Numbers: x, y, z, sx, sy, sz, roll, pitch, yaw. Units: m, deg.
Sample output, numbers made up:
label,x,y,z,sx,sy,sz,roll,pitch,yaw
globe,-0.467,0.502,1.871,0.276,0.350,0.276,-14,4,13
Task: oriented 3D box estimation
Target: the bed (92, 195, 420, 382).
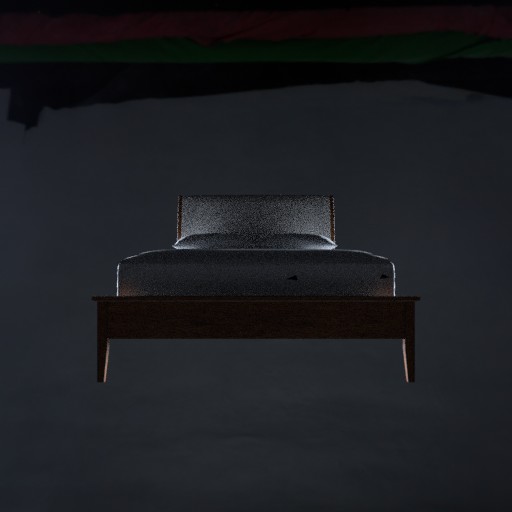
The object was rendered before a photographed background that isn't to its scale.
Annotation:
label,x,y,z,sx,sy,sz,roll,pitch,yaw
bed,0.000,0.000,3.366,1.612,1.250,2.380,0,0,0
